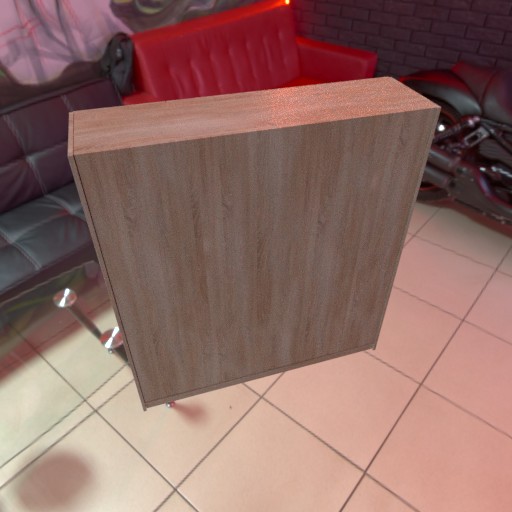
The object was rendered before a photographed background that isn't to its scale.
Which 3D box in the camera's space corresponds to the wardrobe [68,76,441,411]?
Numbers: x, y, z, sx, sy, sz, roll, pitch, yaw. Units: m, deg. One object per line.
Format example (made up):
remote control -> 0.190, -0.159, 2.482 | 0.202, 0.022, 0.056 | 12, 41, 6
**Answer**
wardrobe -> 0.000, 0.000, 3.175 | 1.998, 2.159, 0.598 | -11, 41, -13
